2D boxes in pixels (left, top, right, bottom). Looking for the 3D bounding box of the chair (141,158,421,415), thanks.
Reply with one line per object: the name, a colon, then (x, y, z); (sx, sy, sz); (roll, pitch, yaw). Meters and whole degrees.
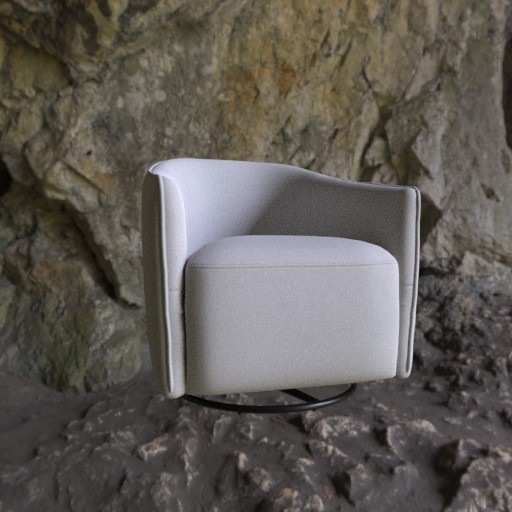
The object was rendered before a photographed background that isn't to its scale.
chair: (0.000, 0.000, 1.483); (0.747, 0.799, 0.875); (0, 0, -16)
